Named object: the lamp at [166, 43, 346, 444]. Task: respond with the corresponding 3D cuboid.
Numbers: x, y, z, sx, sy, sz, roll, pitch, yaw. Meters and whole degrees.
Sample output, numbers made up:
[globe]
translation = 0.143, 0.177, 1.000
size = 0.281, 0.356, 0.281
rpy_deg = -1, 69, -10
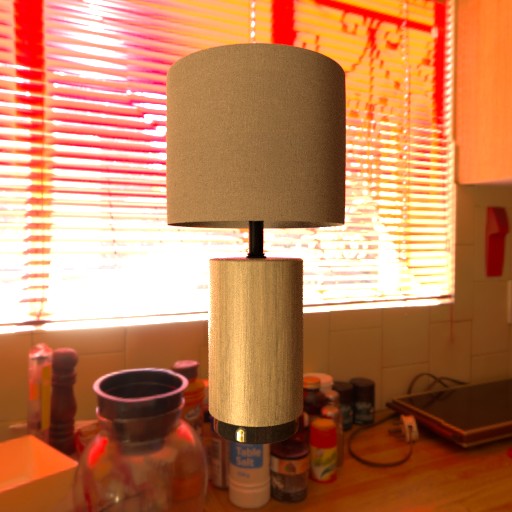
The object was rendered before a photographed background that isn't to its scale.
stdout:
[lamp]
translation = 0.000, 0.000, 0.575
size = 0.228, 0.444, 0.228
rpy_deg = 1, 2, 36
